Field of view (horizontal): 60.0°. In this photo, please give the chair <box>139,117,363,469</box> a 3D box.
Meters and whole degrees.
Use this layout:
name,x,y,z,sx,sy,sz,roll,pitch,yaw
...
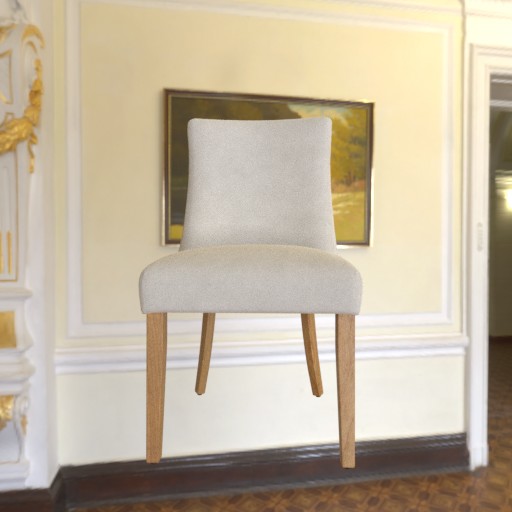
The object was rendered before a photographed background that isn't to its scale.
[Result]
name,x,y,z,sx,sy,sz,roll,pitch,yaw
chair,0.000,0.000,1.234,0.495,0.902,0.610,0,1,3
